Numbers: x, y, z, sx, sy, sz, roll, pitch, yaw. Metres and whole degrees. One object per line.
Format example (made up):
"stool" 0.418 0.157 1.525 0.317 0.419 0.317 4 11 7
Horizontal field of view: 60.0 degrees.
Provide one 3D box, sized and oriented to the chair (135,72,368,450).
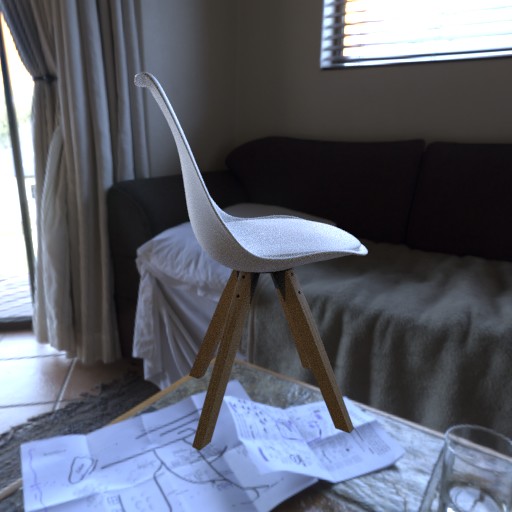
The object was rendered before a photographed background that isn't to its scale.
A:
"chair" 0.000 0.000 1.146 0.550 0.849 0.485 -3 15 -10
